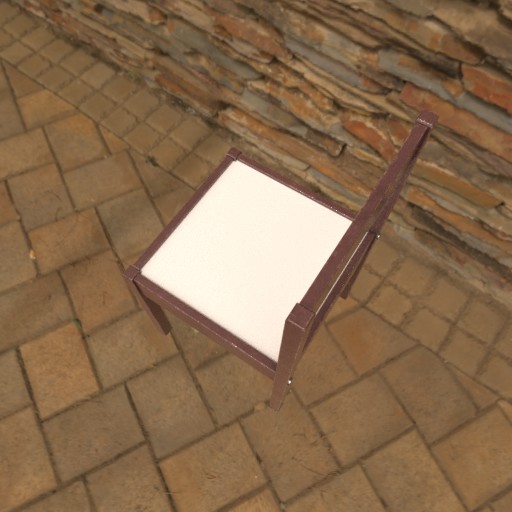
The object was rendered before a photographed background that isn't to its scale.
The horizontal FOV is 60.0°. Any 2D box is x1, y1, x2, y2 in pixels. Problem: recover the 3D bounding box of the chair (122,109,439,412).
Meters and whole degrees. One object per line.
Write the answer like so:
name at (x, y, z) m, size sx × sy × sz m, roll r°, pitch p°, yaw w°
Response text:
chair at (0.000, 0.000, 0.677) m, size 0.285 × 0.505 × 0.285 m, roll 30°, pitch 67°, yaw 14°
